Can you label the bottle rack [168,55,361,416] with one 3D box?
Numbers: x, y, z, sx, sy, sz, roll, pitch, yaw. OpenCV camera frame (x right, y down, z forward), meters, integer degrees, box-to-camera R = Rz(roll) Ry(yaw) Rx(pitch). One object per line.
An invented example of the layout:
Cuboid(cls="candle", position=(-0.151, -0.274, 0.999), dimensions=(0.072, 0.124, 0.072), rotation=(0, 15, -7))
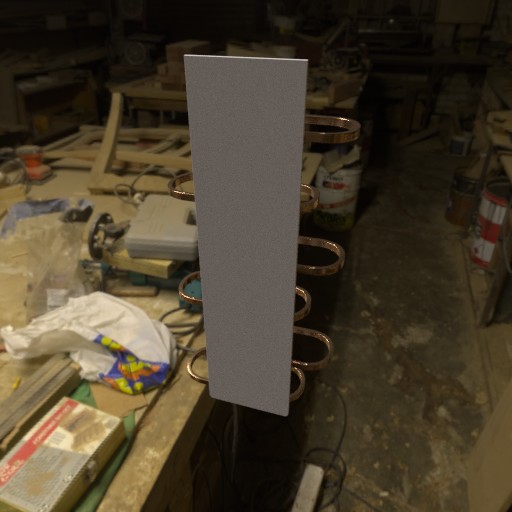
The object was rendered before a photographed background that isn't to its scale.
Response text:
Cuboid(cls="bottle rack", position=(0.000, 0.000, 0.846), dimensions=(0.332, 0.709, 0.118), rotation=(9, 32, 15))
